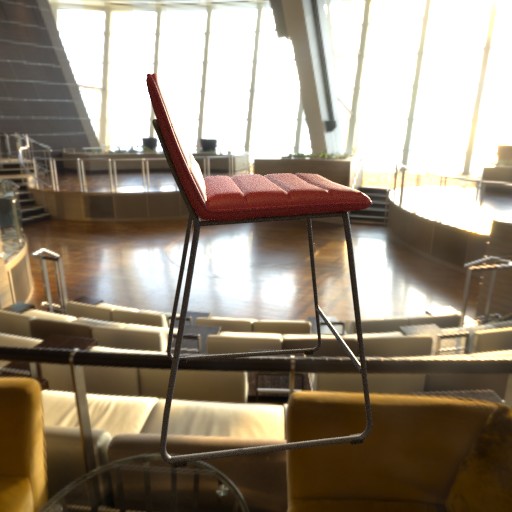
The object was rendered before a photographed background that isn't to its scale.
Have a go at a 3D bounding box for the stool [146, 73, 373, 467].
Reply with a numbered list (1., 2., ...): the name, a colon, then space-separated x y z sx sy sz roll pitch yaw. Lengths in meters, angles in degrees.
1. stool: 0.000 0.000 1.172 0.524 0.866 0.489 -3 17 -8
